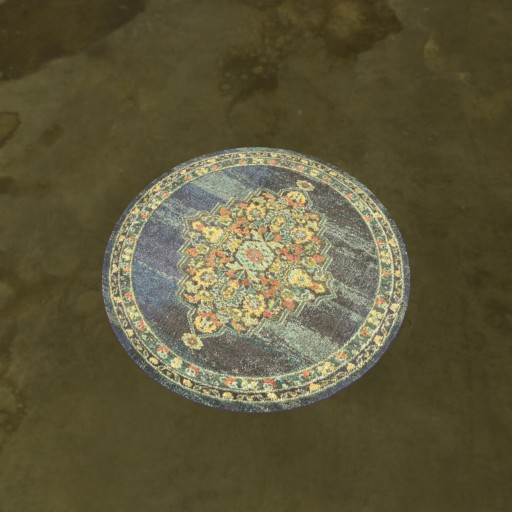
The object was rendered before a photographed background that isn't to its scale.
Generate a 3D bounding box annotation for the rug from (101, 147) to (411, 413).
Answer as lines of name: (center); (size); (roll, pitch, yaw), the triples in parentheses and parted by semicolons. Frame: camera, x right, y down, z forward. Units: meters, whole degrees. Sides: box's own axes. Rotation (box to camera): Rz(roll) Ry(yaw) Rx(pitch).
rug: (0.000, 0.000, 2.321); (1.591, 0.010, 1.591); (0, 58, 0)
